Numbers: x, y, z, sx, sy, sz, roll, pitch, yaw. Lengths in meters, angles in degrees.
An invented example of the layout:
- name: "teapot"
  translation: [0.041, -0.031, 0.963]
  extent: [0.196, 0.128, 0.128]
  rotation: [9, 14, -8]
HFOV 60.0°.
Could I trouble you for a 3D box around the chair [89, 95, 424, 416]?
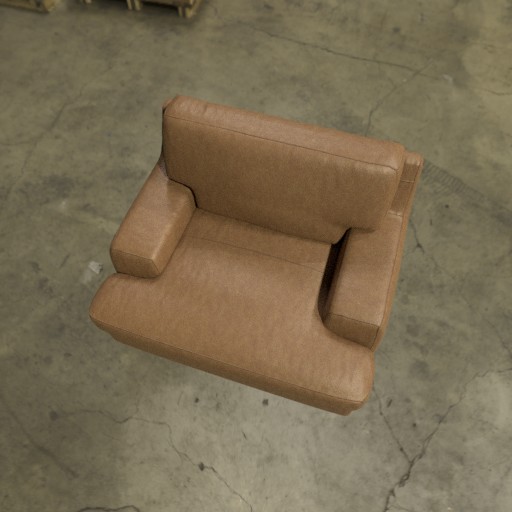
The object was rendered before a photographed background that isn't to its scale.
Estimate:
- name: "chair"
  translation: [0.000, 0.000, 2.034]
  extent: [1.276, 0.978, 1.050]
  rotation: [16, 59, 9]
